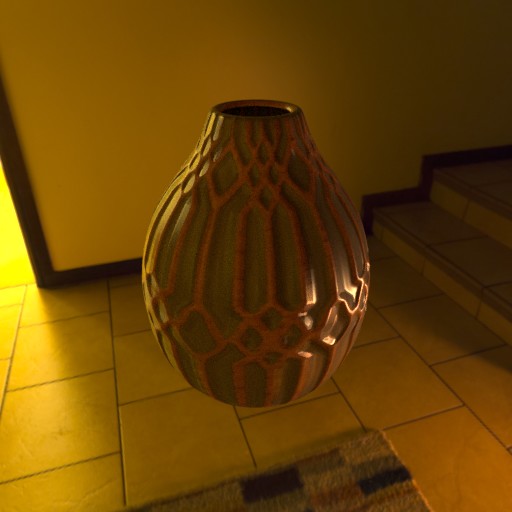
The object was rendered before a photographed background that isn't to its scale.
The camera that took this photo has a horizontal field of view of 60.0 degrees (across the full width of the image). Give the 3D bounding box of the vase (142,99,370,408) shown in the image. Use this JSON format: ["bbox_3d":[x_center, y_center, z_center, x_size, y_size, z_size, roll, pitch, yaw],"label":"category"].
[{"bbox_3d":[0.000,0.000,0.135,0.069,0.088,0.069,0,30,0],"label":"vase"}]
